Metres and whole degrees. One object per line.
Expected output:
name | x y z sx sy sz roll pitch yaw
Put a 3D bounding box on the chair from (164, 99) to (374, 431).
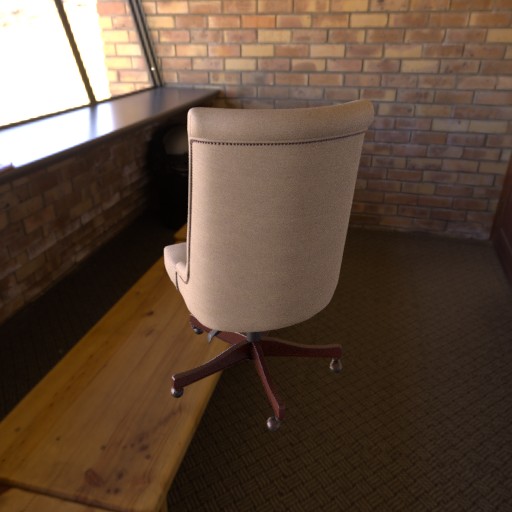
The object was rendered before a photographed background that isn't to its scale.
chair | 0.000 0.000 1.445 0.645 1.010 0.696 -8 28 -16
